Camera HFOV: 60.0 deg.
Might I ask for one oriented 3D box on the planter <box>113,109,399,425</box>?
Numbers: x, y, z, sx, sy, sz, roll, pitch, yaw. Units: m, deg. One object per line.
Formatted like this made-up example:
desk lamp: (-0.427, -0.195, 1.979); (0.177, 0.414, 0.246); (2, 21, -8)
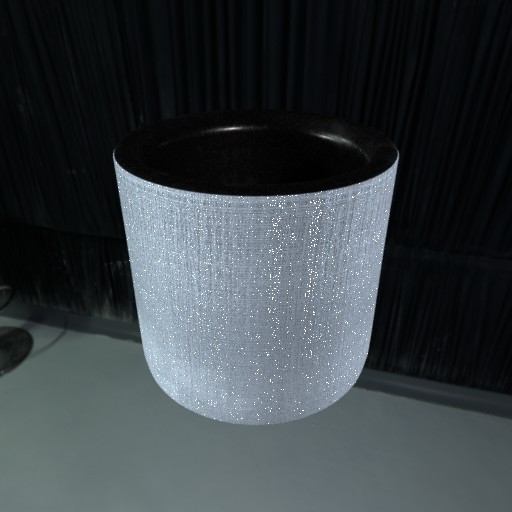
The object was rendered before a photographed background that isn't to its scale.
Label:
planter: (0.000, 0.000, 0.292); (0.160, 0.156, 0.160); (0, 31, 0)
